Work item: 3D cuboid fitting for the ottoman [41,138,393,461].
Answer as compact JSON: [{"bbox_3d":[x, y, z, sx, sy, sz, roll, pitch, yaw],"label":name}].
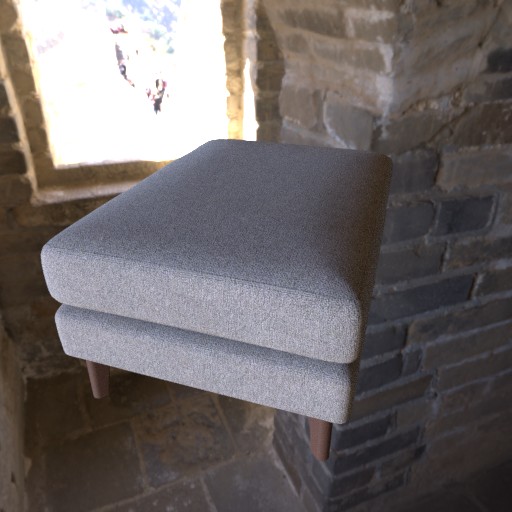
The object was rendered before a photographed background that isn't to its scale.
[{"bbox_3d":[0.000,0.000,1.159,0.611,0.441,0.821,9,31,16],"label":"ottoman"}]
